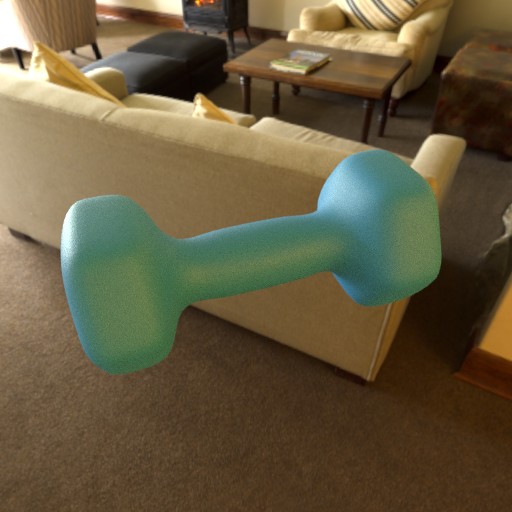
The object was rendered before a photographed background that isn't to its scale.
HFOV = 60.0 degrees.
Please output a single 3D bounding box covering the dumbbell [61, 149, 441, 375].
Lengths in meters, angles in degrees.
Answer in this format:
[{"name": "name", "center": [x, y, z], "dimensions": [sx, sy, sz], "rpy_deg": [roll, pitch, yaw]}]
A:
[{"name": "dumbbell", "center": [0.000, 0.000, 0.191], "dimensions": [0.152, 0.066, 0.074], "rpy_deg": [-12, 42, -14]}]
